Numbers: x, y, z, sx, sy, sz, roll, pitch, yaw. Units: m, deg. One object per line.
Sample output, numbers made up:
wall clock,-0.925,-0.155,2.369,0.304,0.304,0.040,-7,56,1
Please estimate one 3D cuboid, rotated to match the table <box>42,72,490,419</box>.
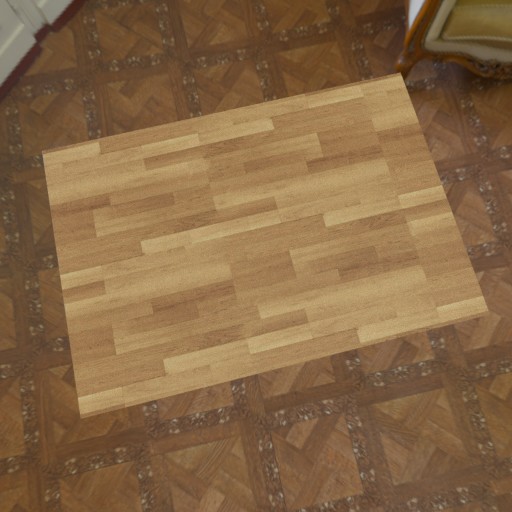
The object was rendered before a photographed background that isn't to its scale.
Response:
table,0.000,0.000,1.829,1.300,0.750,0.900,-13,77,-3
